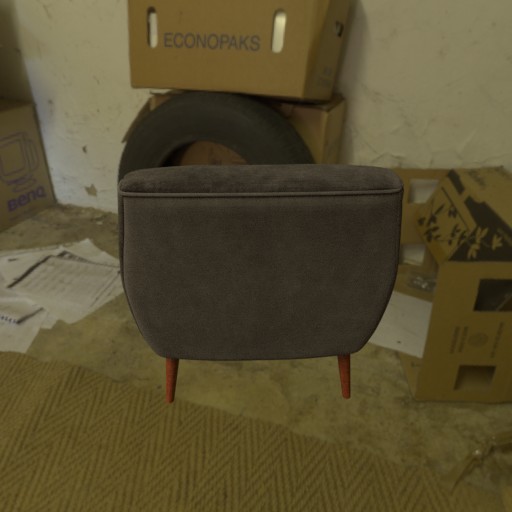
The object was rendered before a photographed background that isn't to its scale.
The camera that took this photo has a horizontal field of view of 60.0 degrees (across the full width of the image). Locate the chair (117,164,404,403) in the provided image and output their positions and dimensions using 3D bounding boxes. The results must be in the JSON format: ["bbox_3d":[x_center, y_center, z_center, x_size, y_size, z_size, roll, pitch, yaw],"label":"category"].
[{"bbox_3d":[0.000,0.000,1.469,0.762,0.838,0.787,-1,31,-2],"label":"chair"}]
